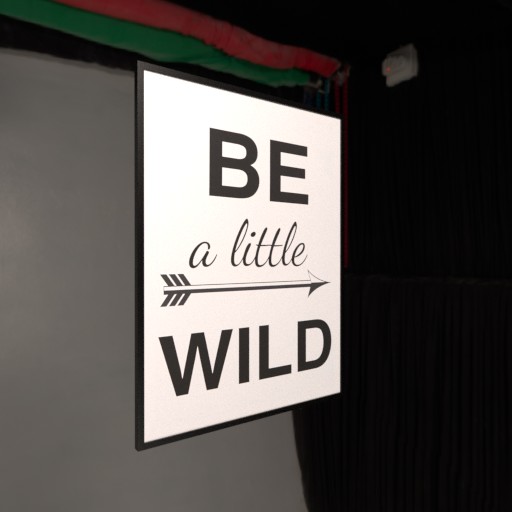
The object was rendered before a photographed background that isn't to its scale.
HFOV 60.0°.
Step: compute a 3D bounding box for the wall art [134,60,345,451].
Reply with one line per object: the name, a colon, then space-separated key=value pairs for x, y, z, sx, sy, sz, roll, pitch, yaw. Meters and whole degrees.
wall art: x=0.000 y=0.000 z=0.793 sx=0.442 sy=0.582 sz=0.013 roll=0 pitch=0 yaw=-36
